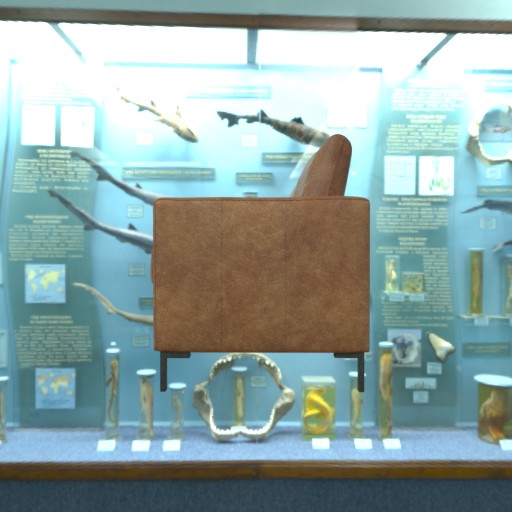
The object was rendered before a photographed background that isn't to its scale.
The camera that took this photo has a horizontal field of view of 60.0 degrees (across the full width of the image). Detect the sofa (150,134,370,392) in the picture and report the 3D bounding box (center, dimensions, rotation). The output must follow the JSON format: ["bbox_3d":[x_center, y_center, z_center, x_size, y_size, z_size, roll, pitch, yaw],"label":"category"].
[{"bbox_3d":[0.000,0.000,2.403,0.748,0.863,2.029,0,0,0],"label":"sofa"}]
